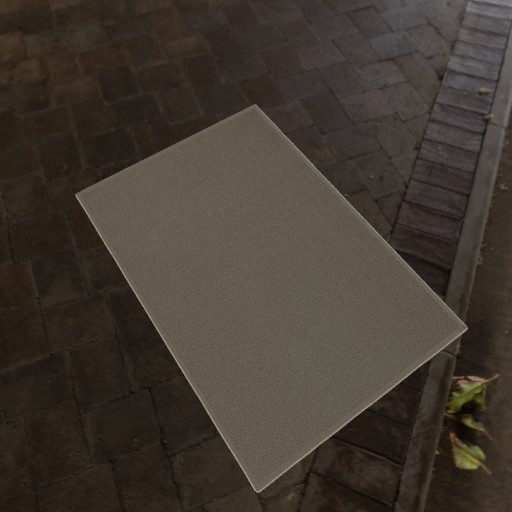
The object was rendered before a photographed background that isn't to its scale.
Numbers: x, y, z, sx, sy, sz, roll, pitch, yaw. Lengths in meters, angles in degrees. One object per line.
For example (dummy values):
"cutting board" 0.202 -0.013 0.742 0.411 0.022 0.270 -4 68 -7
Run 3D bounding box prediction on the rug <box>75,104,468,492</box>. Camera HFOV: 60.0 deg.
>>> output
"rug" 0.000 0.000 2.870 1.532 0.017 2.244 -31 67 -15
